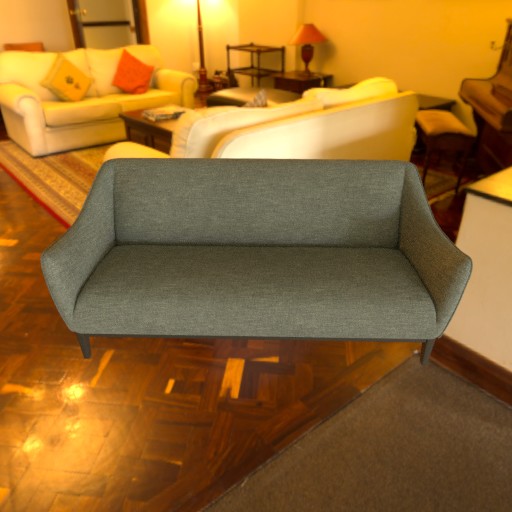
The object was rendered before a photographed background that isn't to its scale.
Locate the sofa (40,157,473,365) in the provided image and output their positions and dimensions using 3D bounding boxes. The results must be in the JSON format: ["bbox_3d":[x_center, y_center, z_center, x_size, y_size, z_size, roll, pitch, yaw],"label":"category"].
[{"bbox_3d":[0.000,0.000,2.389,1.928,0.829,0.867,1,30,1],"label":"sofa"}]
